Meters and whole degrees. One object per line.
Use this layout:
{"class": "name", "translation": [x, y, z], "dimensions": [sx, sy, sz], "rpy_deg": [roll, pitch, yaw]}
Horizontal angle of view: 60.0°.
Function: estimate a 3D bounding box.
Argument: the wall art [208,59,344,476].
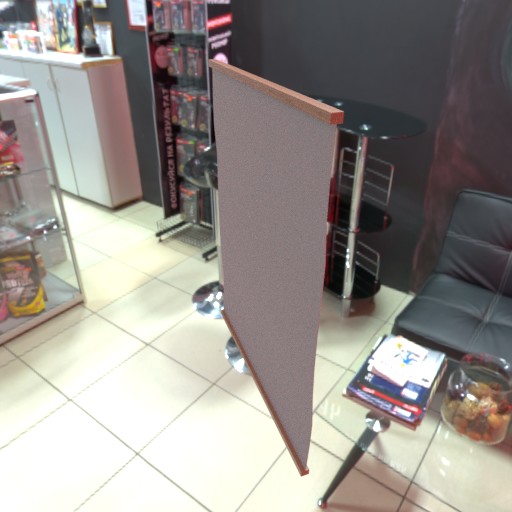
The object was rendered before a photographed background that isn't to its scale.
{"class": "wall art", "translation": [0.000, 0.000, 0.674], "dimensions": [0.013, 0.508, 0.406], "rpy_deg": [-11, 32, -17]}
